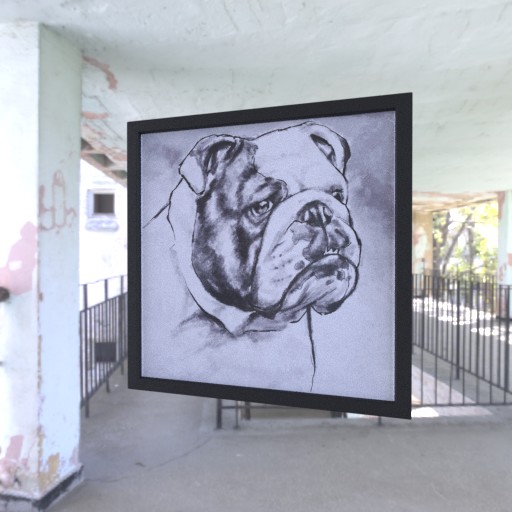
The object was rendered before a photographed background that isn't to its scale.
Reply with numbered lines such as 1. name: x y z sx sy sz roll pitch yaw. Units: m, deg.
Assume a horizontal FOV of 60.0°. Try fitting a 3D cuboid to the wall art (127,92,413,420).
1. wall art: 0.000 0.000 0.998 0.663 0.659 0.016 0 1 18
